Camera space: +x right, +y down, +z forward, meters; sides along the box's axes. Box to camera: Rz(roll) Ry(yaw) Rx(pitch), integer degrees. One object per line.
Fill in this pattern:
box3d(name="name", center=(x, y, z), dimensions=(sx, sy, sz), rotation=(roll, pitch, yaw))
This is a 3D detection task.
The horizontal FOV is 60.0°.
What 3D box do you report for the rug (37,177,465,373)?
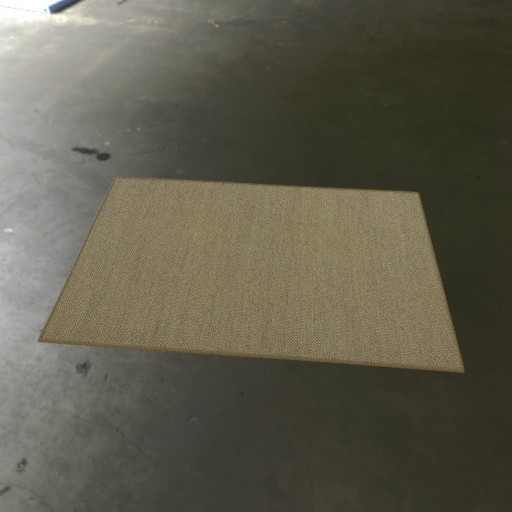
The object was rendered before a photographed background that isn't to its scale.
box3d(name="rug", center=(0.000, 0.000, 2.067), dimensions=(1.667, 0.013, 1.062), rotation=(3, 48, 3))
